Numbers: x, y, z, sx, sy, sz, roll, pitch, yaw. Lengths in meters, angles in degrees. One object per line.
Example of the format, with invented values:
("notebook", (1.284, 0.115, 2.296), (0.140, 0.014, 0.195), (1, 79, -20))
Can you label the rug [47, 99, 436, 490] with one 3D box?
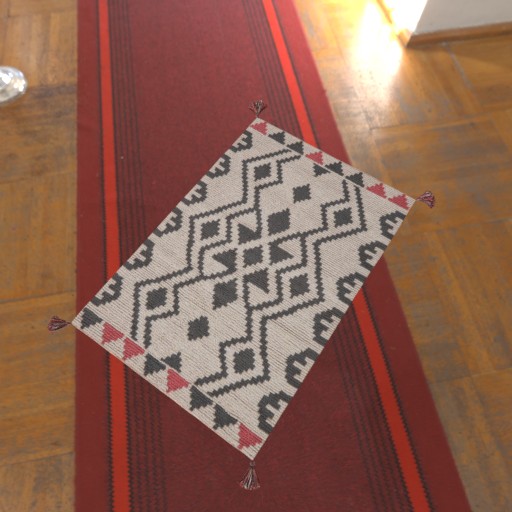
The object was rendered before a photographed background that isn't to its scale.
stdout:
("rug", (0.000, 0.000, 2.610), (1.444, 0.067, 2.069), (32, 68, 15))
